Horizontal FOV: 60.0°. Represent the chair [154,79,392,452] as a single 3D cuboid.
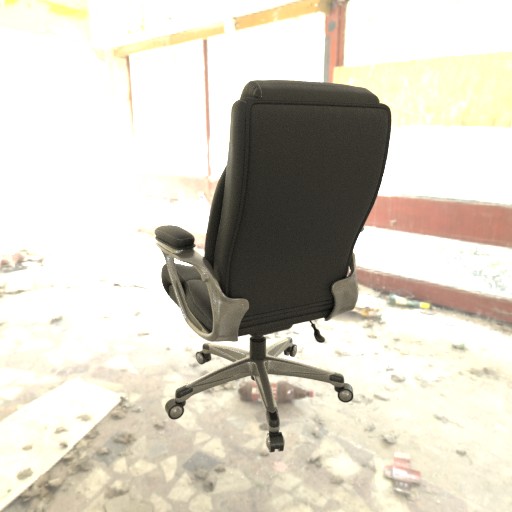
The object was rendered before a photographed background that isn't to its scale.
[{"bbox_3d":[0.000,0.000,1.661,0.741,1.167,0.784,-8,17,-26],"label":"chair"}]
